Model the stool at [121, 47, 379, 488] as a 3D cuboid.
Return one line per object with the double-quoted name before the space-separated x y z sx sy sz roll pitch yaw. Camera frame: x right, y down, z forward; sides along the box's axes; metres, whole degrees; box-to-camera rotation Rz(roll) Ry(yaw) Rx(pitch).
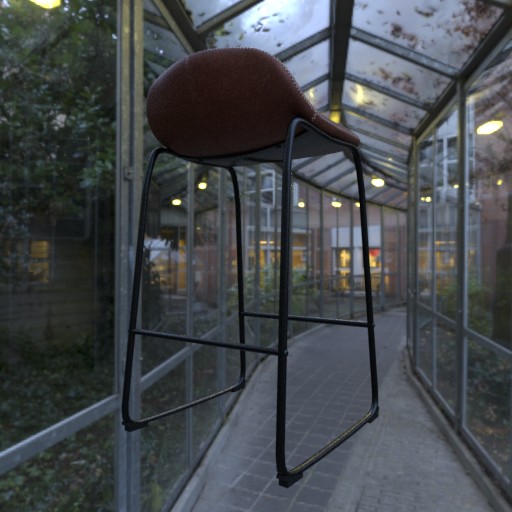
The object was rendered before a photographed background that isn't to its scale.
"stool" 0.000 0.000 1.096 0.454 0.830 0.473 0 -1 36
